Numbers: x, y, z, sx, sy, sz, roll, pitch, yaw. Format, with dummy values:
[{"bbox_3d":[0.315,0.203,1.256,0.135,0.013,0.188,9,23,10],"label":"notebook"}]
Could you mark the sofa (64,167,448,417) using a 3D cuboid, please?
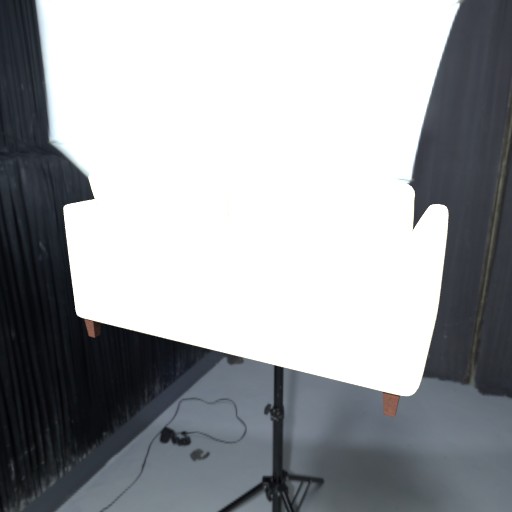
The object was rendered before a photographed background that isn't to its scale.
[{"bbox_3d":[0.000,0.000,2.448,1.884,0.963,0.950,8,18,25],"label":"sofa"}]
